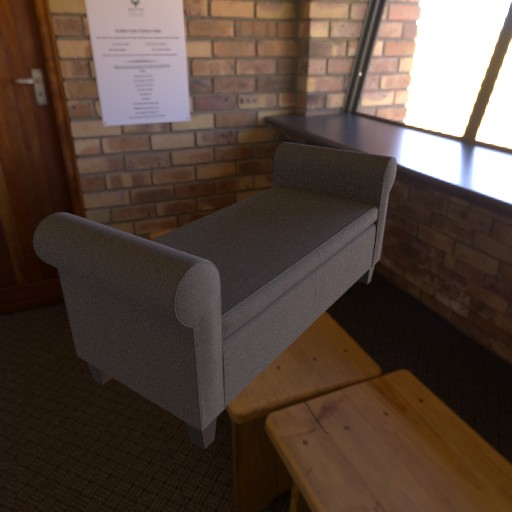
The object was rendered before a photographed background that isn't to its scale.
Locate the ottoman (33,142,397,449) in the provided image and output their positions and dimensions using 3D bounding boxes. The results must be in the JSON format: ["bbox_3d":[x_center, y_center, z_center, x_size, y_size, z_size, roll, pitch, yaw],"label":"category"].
[{"bbox_3d":[0.000,0.000,1.547,0.521,0.547,1.256,17,31,31],"label":"ottoman"}]
